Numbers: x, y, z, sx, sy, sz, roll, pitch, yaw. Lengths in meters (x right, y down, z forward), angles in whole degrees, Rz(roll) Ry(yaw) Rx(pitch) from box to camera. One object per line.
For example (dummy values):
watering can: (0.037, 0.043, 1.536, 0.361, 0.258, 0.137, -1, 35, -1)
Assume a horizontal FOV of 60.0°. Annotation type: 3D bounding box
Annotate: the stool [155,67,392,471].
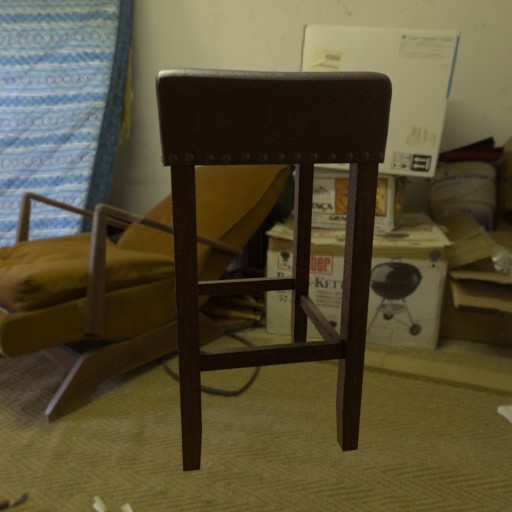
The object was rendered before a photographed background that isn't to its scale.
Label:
stool: (0.000, 0.000, 1.038, 0.401, 0.769, 0.465, -3, 17, -10)
